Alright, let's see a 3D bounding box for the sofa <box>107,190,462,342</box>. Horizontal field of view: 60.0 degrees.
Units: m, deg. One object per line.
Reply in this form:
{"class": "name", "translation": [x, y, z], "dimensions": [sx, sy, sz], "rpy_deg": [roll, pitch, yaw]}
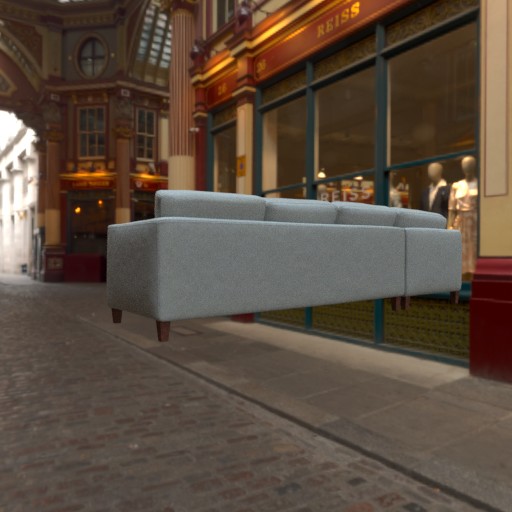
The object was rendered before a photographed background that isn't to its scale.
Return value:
{"class": "sofa", "translation": [0.000, 0.000, 4.505], "dimensions": [3.301, 0.947, 2.592], "rpy_deg": [-1, 1, -36]}
